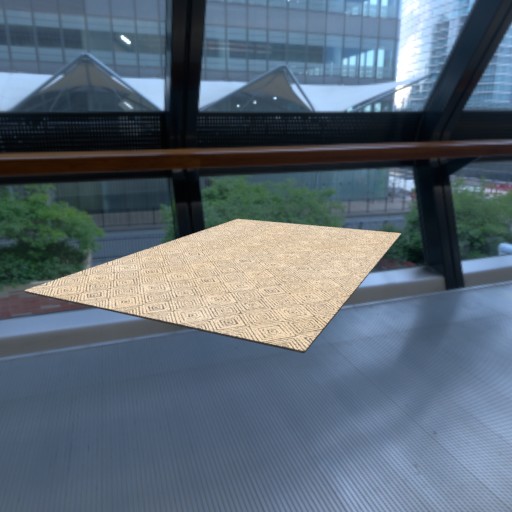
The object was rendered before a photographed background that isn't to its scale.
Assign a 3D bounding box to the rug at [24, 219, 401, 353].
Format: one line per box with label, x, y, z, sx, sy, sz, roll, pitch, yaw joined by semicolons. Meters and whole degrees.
rug;0.000;0.000;2.278;1.175;0.008;1.783;7;17;25
